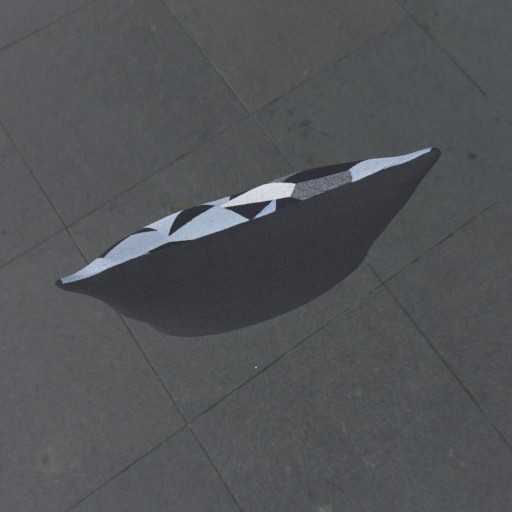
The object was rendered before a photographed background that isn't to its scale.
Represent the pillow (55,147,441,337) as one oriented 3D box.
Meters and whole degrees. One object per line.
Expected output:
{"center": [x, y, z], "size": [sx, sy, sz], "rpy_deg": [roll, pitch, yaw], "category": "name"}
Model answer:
{"center": [0.000, 0.000, 0.764], "size": [0.503, 0.496, 0.208], "rpy_deg": [-19, 77, -5], "category": "pillow"}
